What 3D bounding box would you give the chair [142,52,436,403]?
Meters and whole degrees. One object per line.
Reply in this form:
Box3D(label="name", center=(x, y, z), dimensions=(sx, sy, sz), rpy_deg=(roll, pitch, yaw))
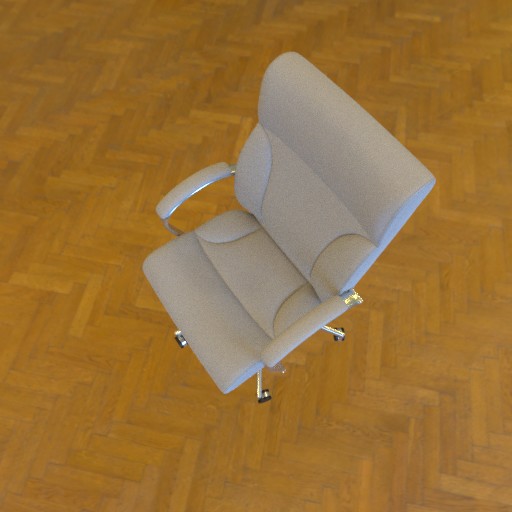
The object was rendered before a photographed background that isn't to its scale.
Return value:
Box3D(label="chair", center=(0.000, 0.000, 1.550), dimensions=(0.745, 1.099, 0.727), rpy_deg=(-32, 67, -15))
